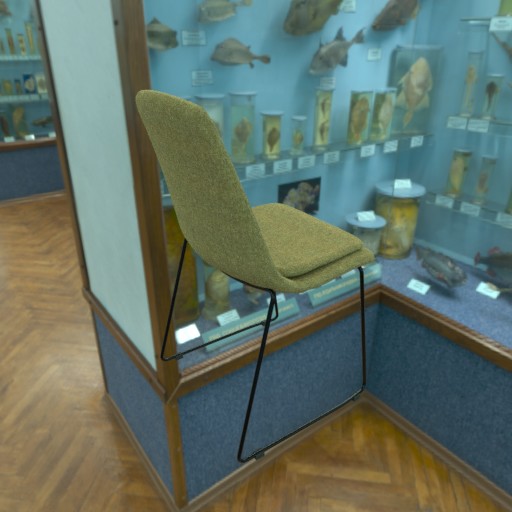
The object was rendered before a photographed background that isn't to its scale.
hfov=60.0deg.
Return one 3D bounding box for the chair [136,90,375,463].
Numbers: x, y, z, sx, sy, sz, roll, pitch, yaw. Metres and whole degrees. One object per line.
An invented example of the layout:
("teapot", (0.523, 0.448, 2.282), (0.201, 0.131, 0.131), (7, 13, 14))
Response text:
("chair", (0.000, 0.000, 1.175), (0.496, 0.849, 0.479), (-17, 31, -30))
